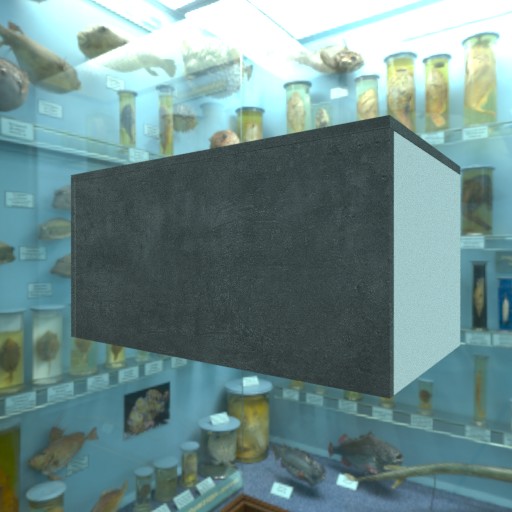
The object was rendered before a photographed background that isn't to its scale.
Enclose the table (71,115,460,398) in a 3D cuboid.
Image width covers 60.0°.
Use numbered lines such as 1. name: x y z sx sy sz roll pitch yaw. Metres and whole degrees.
1. table: 0.000 0.000 0.913 0.700 0.350 0.400 0 0 36
